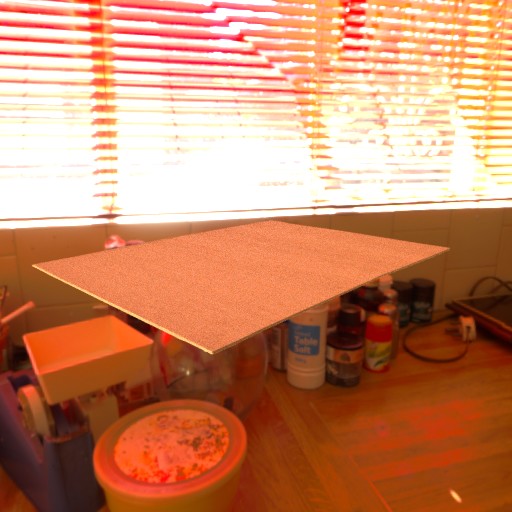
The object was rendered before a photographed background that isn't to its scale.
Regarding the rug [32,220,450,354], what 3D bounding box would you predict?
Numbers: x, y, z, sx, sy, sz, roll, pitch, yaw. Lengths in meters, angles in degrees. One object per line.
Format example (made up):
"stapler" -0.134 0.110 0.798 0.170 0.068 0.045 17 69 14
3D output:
"rug" 0.000 0.000 4.214 2.434 0.045 3.202 14 20 42
